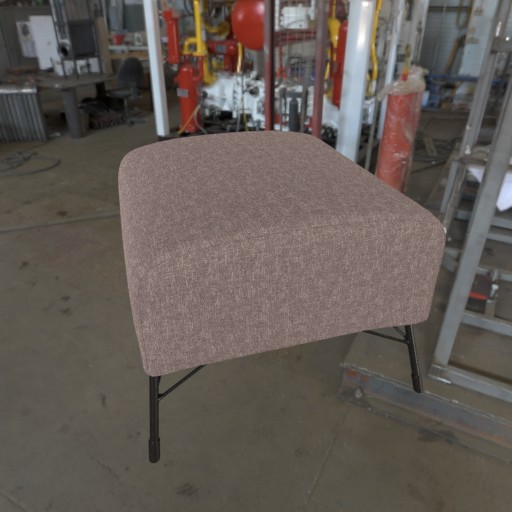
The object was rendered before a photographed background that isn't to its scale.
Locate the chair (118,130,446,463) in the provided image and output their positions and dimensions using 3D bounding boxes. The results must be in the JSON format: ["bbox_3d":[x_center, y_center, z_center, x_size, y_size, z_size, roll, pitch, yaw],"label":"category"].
[{"bbox_3d":[0.000,0.000,0.913,0.530,0.410,0.530,-9,32,-15],"label":"chair"}]
